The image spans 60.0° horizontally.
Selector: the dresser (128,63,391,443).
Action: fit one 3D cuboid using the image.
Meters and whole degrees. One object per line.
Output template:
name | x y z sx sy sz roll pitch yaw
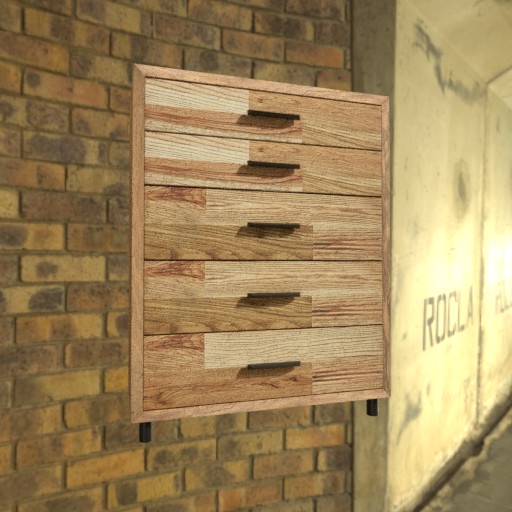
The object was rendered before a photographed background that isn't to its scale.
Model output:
dresser | 0.000 0.000 1.768 0.966 1.243 0.480 0 -1 -17
